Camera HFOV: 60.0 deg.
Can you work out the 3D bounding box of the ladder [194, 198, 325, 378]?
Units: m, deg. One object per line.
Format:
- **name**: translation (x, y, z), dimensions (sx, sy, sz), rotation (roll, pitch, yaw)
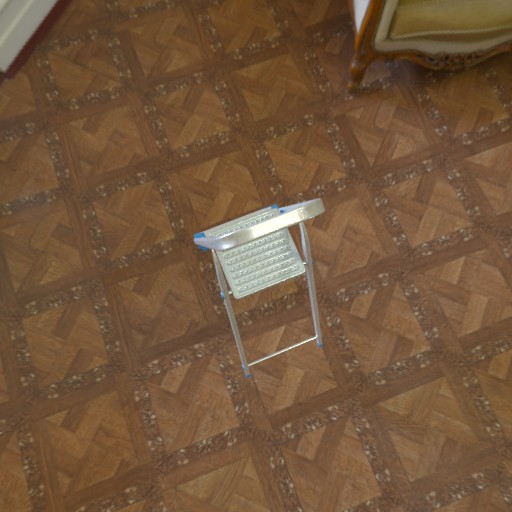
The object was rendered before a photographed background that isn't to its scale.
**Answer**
- **ladder**: translation (0.000, 0.000, 1.797), dimensions (0.445, 1.434, 0.842), rotation (-21, 75, -6)
